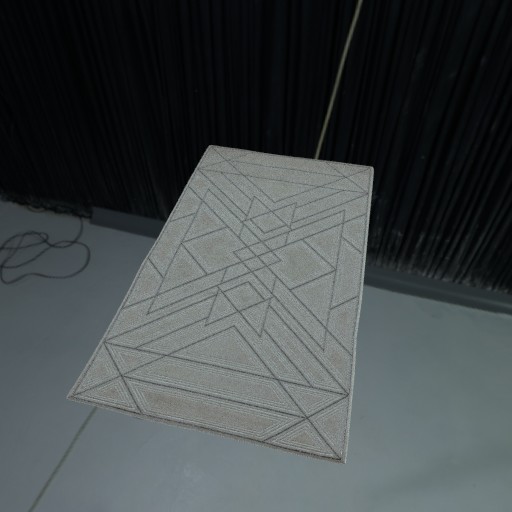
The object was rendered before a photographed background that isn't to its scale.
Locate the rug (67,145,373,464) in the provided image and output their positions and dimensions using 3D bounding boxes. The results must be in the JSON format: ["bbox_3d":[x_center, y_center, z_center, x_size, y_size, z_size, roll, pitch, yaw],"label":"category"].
[{"bbox_3d":[0.000,0.000,1.063,0.511,0.008,0.869,10,47,9],"label":"rug"}]
